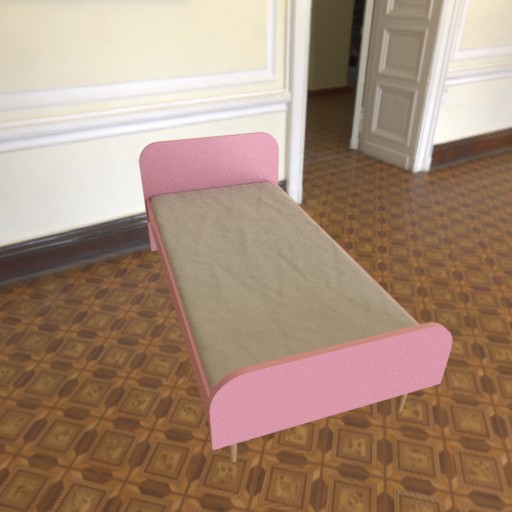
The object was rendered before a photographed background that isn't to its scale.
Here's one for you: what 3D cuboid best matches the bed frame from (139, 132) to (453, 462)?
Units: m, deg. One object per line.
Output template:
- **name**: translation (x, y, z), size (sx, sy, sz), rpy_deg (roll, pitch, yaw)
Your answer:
- **bed frame**: translation (0.000, 0.000, 2.460), size (0.998, 0.805, 1.963), rpy_deg (-10, 32, -16)
